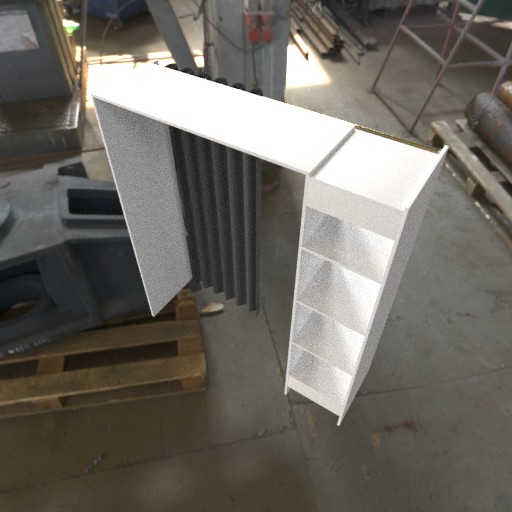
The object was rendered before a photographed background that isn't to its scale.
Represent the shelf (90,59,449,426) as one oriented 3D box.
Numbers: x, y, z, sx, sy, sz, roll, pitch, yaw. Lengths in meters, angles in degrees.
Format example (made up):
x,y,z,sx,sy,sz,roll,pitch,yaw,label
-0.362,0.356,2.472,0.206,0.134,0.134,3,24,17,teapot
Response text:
x,y,z,sx,sy,sz,roll,pitch,yaw,label
0.000,0.000,2.642,1.600,1.810,0.500,25,51,22,shelf
